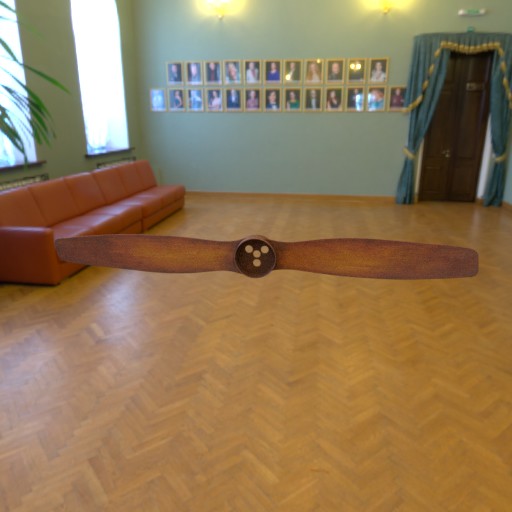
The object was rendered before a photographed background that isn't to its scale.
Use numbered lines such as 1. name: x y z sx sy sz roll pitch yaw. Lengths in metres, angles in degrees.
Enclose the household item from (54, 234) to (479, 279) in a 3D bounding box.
1. household item: 0.000 0.000 1.235 1.181 0.121 0.051 2 17 6
